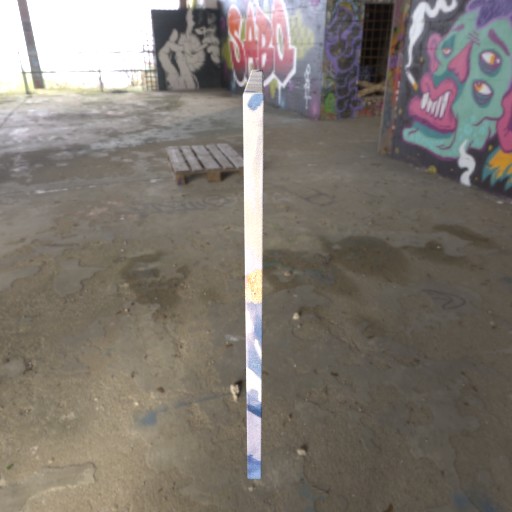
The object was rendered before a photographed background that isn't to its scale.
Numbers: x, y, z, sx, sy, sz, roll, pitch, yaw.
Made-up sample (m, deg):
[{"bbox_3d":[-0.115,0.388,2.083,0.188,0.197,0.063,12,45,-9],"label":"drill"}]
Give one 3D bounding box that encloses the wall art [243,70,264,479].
[{"bbox_3d":[0.000,0.000,1.357,0.038,1.015,0.761,0,26,1],"label":"wall art"}]
